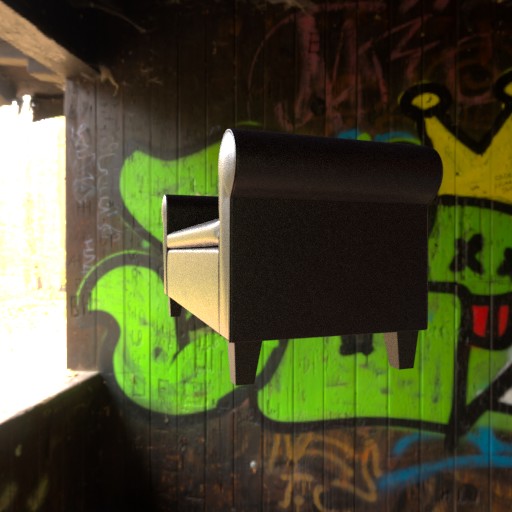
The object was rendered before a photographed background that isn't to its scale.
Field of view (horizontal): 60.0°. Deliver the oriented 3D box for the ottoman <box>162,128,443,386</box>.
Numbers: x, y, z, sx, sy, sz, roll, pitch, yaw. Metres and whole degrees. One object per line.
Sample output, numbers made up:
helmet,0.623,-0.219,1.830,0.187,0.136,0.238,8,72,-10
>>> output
ottoman,0.000,0.000,1.545,0.521,0.547,1.256,0,1,-18
